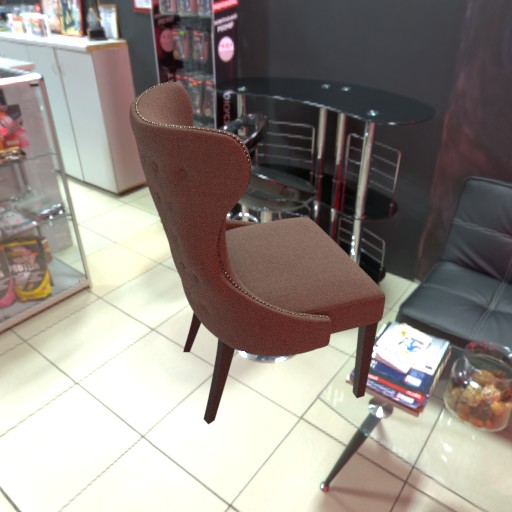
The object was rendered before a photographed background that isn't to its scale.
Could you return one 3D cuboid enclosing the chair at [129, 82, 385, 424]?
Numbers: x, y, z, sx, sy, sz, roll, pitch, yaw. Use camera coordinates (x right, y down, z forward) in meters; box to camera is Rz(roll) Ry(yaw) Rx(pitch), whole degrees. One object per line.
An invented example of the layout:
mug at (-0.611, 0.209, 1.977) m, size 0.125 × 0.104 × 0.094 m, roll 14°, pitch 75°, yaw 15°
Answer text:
chair at (0.000, 0.000, 1.387) m, size 0.635 × 0.967 × 0.628 m, roll -11°, pitch 33°, yaw -16°
